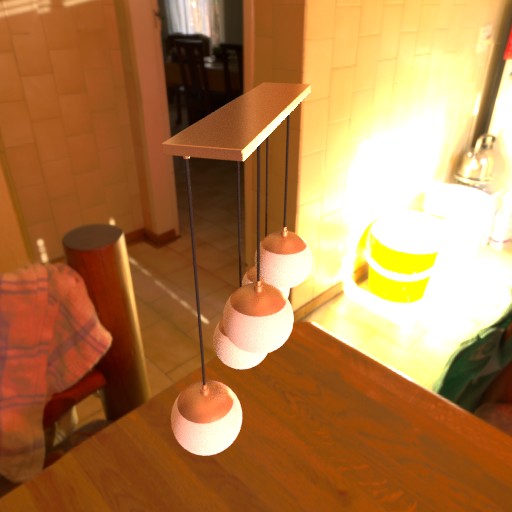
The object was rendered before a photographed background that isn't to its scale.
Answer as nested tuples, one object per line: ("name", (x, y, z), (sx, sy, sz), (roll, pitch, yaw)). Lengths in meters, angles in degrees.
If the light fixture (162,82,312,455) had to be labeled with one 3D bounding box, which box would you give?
("light fixture", (0.000, 0.000, 1.333), (0.299, 0.869, 0.863), (8, 31, 13))
